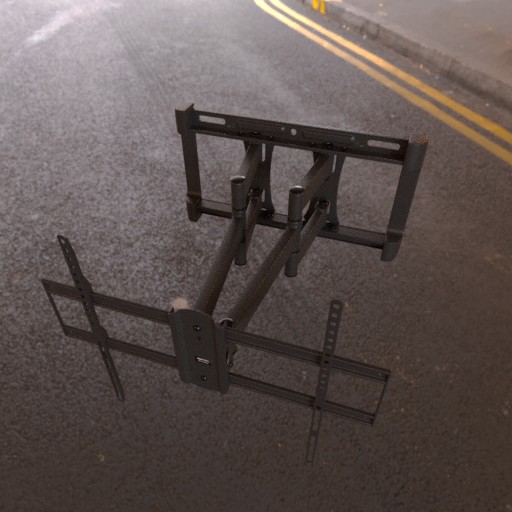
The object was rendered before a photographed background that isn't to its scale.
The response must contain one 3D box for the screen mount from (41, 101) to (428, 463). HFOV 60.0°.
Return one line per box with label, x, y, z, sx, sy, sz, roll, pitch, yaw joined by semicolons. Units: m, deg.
screen mount;0.000;0.000;1.043;0.661;0.491;0.644;12;43;14
